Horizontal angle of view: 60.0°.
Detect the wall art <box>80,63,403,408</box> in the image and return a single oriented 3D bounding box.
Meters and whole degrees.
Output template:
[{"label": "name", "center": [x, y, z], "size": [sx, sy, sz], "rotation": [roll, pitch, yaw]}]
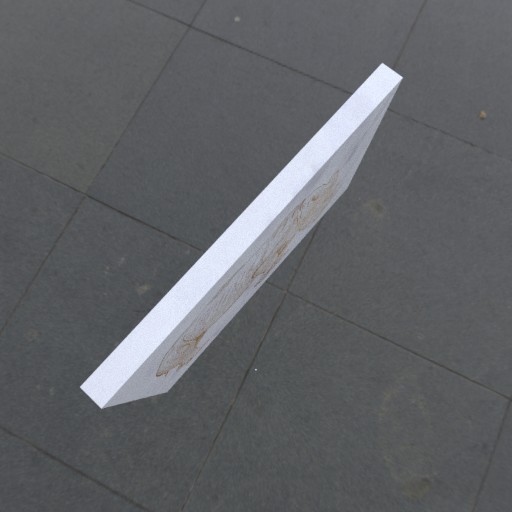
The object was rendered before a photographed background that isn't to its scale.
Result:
[{"label": "wall art", "center": [0.000, 0.000, 0.790], "size": [0.038, 0.407, 0.609], "rotation": [40, 79, 9]}]
